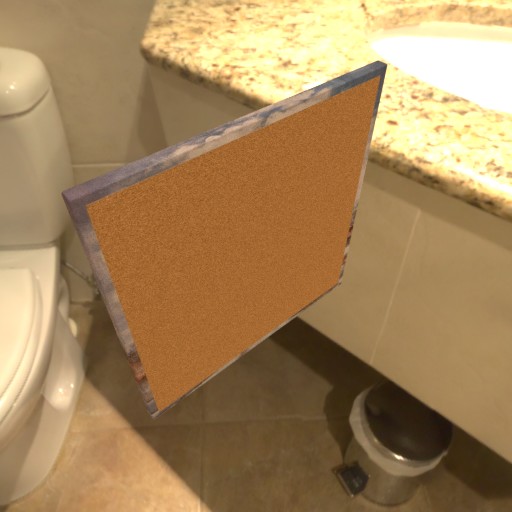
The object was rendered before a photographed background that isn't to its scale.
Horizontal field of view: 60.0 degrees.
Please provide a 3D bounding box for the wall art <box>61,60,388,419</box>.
[{"bbox_3d":[0.000,0.000,1.305,0.888,0.897,0.035,-31,54,-27],"label":"wall art"}]
